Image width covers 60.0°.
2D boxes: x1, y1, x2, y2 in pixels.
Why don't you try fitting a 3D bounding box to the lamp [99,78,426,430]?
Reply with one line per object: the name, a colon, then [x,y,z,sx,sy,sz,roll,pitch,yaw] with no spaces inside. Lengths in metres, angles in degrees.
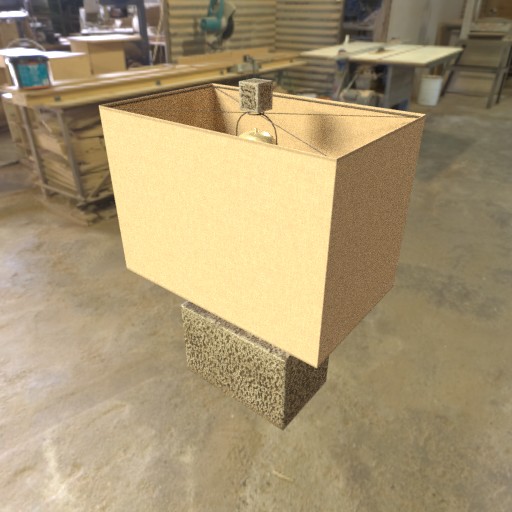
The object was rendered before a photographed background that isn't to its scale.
lamp: [0.000,0.000,0.553,0.294,0.411,0.180,22,37,32]
